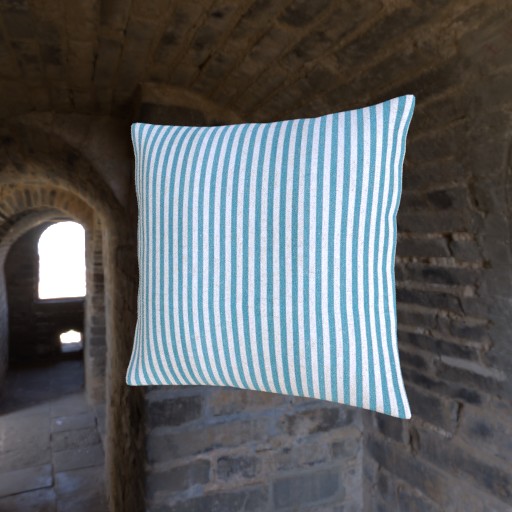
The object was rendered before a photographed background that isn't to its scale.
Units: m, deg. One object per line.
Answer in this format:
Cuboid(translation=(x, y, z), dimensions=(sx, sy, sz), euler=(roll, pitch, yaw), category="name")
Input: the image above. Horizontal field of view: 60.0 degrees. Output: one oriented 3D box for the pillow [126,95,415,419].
Cuboid(translation=(0.000, 0.000, 0.778), dimensions=(0.523, 0.510, 0.166), euler=(0, 1, 18), category="pillow")
